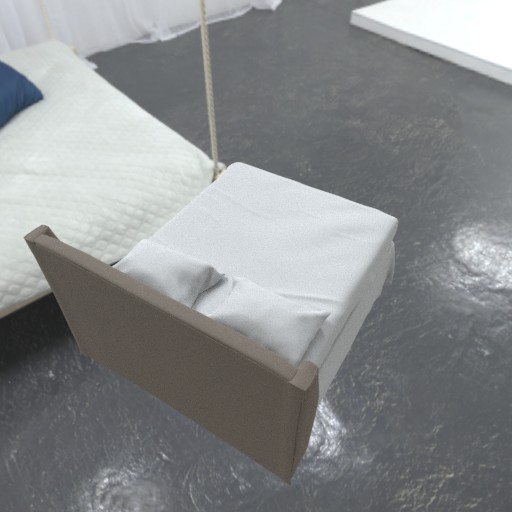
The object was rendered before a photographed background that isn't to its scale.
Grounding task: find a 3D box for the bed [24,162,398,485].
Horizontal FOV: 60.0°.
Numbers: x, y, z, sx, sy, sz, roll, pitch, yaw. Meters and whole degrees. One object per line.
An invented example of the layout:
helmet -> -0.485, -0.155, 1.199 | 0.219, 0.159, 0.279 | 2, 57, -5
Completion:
bed -> 0.000, 0.000, 3.428 | 1.925, 1.332, 2.276 | 24, 51, 21
